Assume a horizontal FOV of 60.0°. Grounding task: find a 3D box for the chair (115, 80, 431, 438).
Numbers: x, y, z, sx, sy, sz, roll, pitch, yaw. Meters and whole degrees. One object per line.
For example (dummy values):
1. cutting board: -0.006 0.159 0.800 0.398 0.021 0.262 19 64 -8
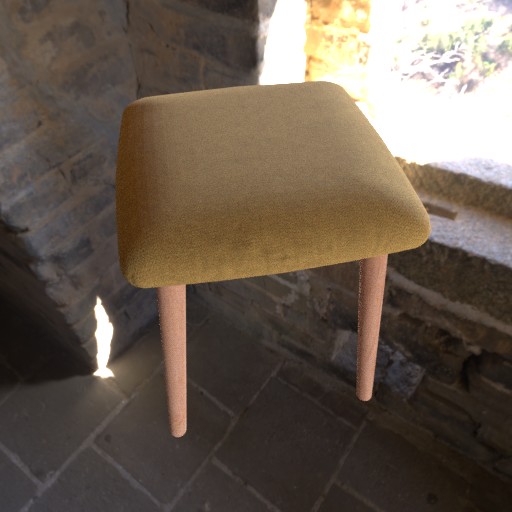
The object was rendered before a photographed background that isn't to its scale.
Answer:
1. chair: 0.000 0.000 0.694 0.350 0.440 0.350 -8 48 -7
